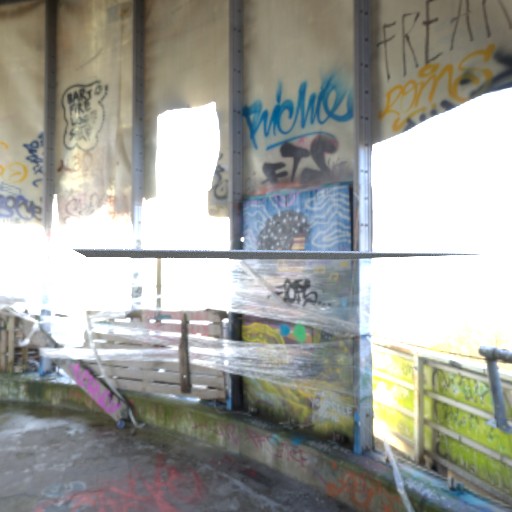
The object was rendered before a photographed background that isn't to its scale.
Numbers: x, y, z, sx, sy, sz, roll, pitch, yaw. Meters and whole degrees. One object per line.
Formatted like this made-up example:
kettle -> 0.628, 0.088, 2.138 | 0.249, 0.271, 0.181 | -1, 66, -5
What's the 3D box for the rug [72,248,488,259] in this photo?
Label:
rug -> 0.000, 0.000, 4.010 | 2.945, 0.014, 2.353 | 0, -1, -19
